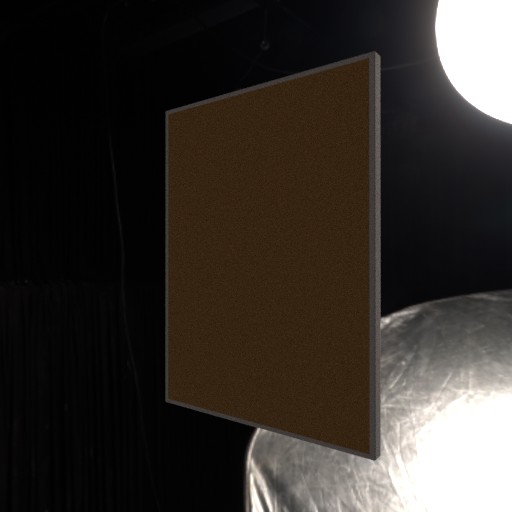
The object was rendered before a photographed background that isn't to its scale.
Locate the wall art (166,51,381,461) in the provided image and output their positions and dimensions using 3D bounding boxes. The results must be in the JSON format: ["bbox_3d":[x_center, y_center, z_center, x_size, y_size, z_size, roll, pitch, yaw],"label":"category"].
[{"bbox_3d":[0.000,0.000,1.608,0.914,1.221,0.046,0,0,37],"label":"wall art"}]
